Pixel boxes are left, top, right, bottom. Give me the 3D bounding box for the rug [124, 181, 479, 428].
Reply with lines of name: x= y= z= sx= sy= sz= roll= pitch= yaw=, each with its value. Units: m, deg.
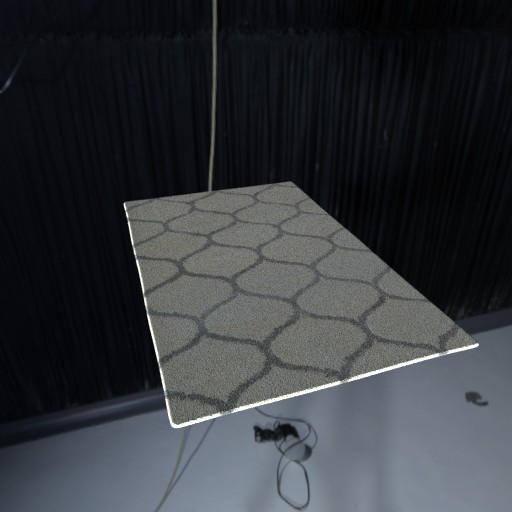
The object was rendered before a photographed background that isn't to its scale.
rug: x=0.000 y=0.000 z=2.904 sx=1.501 sy=0.024 sz=2.348 roll=-10 pitch=31 yaw=-16
